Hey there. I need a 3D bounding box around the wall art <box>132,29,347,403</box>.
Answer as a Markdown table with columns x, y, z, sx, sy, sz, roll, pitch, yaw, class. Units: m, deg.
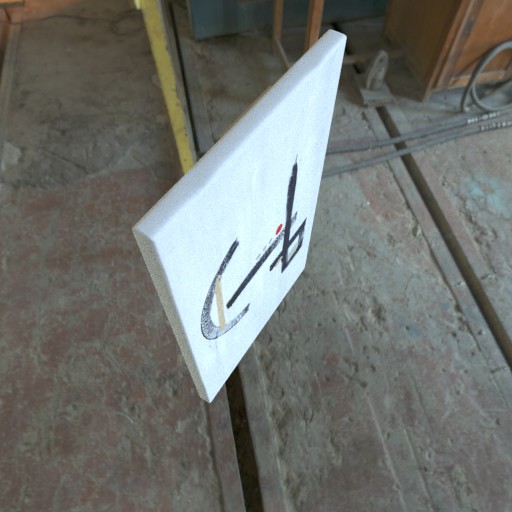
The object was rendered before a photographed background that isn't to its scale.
| x | y | z | sx | sy | sz | roll | pitch | yaw | class |
| --- | --- | --- | --- | --- | --- | --- | --- | --- | --- |
| 0.000 | 0.000 | 1.153 | 0.048 | 0.916 | 0.602 | 29 | 62 | 17 | wall art |
